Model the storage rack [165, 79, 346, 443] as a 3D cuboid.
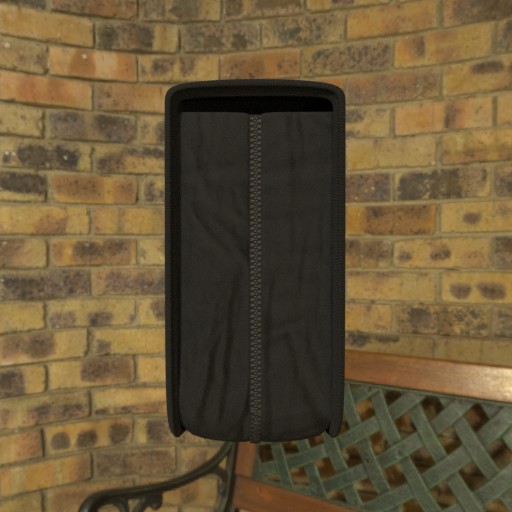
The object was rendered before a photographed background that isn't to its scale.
[{"bbox_3d":[0.000,0.000,0.547,0.168,0.387,0.297,0,1,0],"label":"storage rack"}]
